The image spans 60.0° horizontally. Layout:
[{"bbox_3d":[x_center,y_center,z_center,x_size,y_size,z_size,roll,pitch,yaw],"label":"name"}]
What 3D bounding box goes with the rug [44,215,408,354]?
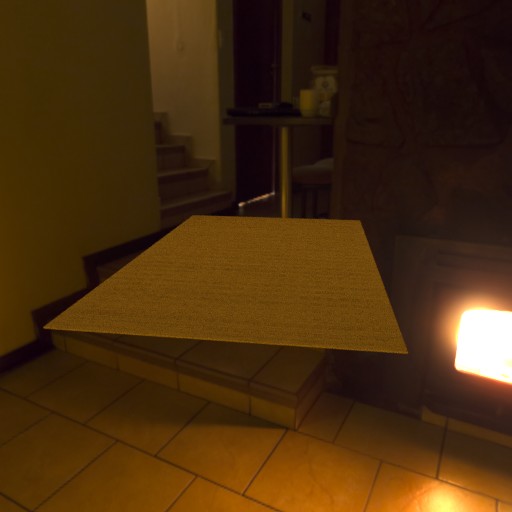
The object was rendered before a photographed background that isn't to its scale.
[{"bbox_3d":[0.000,0.000,2.189,1.142,0.006,1.752,2,17,8],"label":"rug"}]
